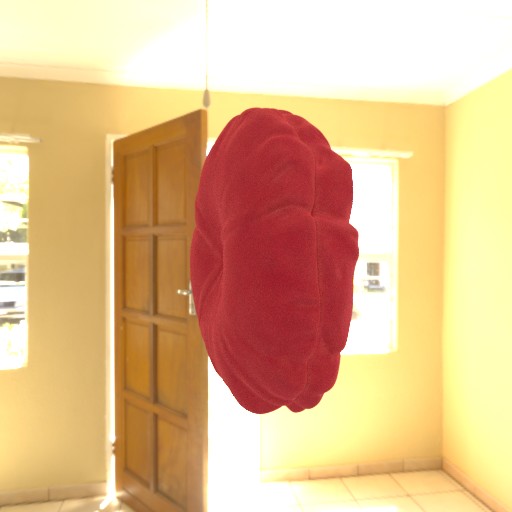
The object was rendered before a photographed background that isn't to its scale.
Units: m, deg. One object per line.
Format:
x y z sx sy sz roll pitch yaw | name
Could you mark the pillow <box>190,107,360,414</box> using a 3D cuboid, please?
0.000 0.000 0.641 0.148 0.407 0.428 0 0 -19 | pillow
